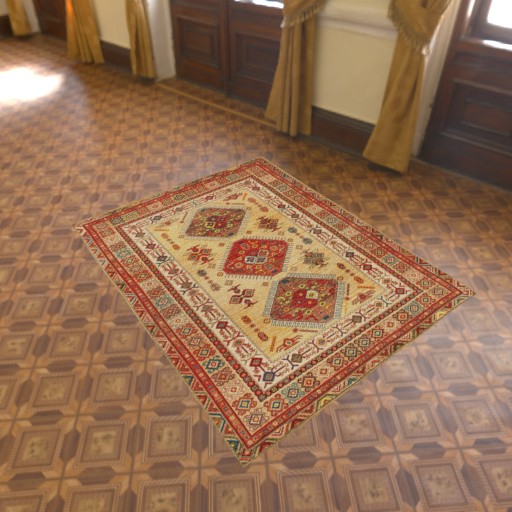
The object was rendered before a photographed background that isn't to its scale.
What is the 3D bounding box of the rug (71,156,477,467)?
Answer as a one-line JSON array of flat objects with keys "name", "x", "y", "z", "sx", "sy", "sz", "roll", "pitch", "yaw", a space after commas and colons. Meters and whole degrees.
[{"name": "rug", "x": 0.000, "y": 0.000, "z": 4.160, "sx": 2.460, "sy": 0.005, "sz": 3.067, "roll": -26, "pitch": 47, "yaw": -27}]
